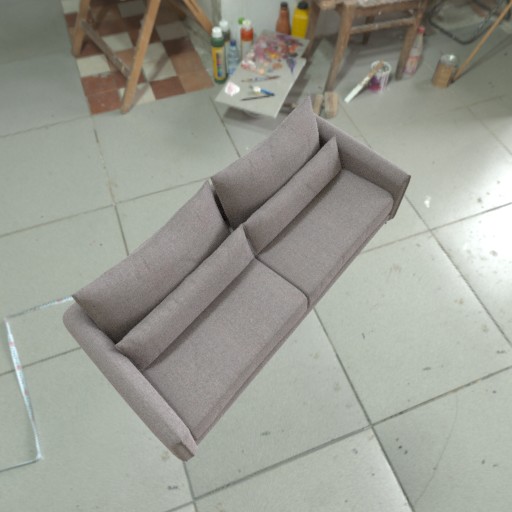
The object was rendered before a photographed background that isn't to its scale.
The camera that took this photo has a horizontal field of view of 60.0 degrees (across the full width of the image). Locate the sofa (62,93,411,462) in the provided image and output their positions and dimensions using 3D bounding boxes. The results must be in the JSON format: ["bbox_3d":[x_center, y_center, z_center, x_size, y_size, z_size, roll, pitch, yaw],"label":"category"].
[{"bbox_3d":[0.000,0.000,2.462,0.809,0.833,2.022,35,65,20],"label":"sofa"}]
